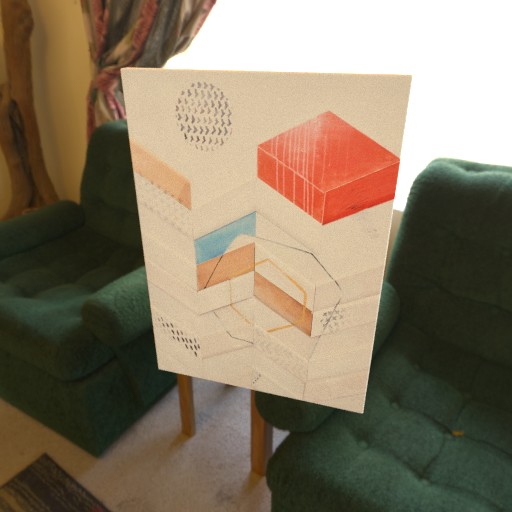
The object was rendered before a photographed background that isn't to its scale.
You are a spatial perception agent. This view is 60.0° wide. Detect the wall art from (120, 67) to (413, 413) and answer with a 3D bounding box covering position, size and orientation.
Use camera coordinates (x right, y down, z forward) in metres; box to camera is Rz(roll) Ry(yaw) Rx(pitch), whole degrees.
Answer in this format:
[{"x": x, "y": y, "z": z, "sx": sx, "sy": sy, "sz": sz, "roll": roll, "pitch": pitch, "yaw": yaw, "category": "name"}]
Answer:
[{"x": 0.000, "y": 0.000, "z": 1.098, "sx": 0.613, "sy": 0.848, "sz": 0.036, "roll": 8, "pitch": 28, "yaw": 15, "category": "wall art"}]
